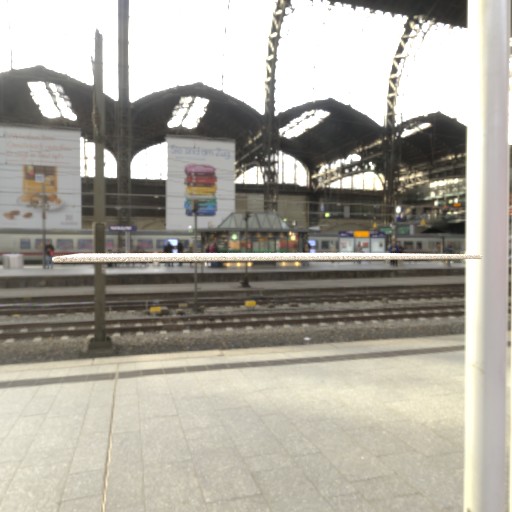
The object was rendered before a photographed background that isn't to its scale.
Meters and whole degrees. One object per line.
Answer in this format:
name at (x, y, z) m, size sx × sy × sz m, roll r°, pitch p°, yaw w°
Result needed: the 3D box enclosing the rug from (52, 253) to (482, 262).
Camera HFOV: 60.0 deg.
rug at (0.000, 0.000, 3.491) m, size 2.743 × 0.030 × 1.778 m, roll 0°, pitch 1°, yaw -18°
